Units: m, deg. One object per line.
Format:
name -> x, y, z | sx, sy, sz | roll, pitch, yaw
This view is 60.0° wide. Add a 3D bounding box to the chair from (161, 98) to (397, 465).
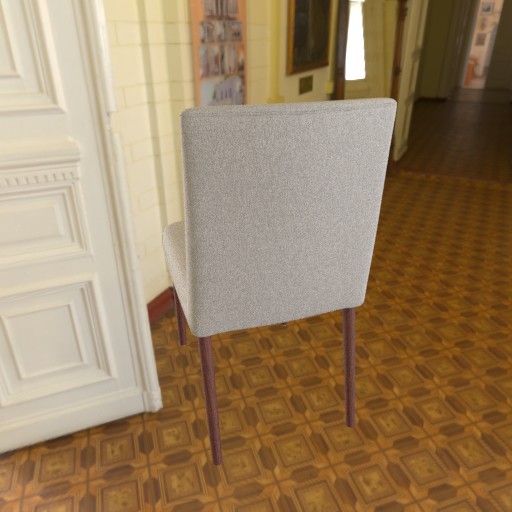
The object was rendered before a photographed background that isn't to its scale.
chair -> 0.000, 0.000, 1.193 | 0.456, 0.859, 0.570 | -9, 28, -16
